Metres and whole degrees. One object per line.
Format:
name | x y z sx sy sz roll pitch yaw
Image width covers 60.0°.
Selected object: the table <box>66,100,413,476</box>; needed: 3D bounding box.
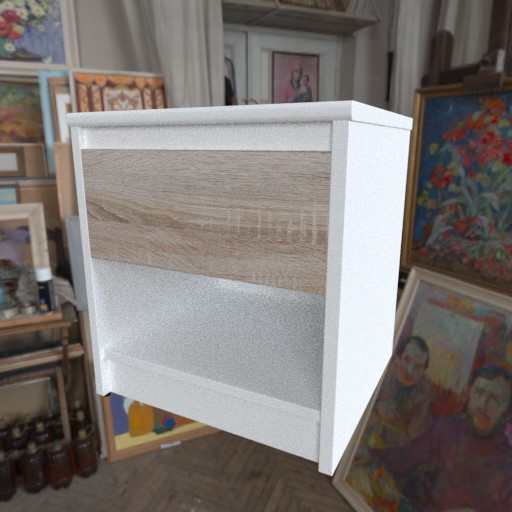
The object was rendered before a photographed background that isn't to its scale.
table | 0.000 0.000 0.762 0.420 0.460 0.380 7 16 27
